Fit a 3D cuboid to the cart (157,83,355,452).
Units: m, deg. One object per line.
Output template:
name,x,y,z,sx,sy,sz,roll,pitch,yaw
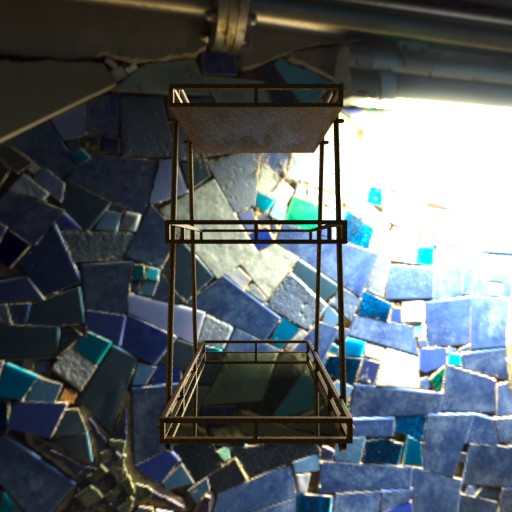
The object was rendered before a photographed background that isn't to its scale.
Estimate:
cart,0.000,0.000,1.217,0.441,0.883,0.711,0,2,0
